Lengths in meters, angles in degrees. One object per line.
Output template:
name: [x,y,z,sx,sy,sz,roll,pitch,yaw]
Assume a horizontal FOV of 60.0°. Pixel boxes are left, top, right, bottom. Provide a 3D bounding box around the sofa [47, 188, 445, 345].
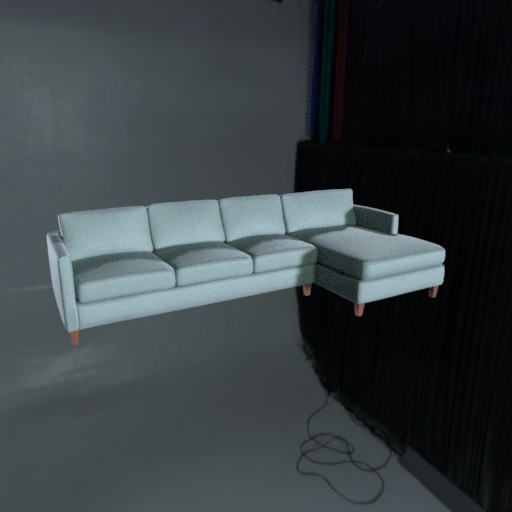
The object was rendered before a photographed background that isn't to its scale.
sofa: [0.000,0.000,4.197,3.471,0.950,1.604,-9,18,-28]
